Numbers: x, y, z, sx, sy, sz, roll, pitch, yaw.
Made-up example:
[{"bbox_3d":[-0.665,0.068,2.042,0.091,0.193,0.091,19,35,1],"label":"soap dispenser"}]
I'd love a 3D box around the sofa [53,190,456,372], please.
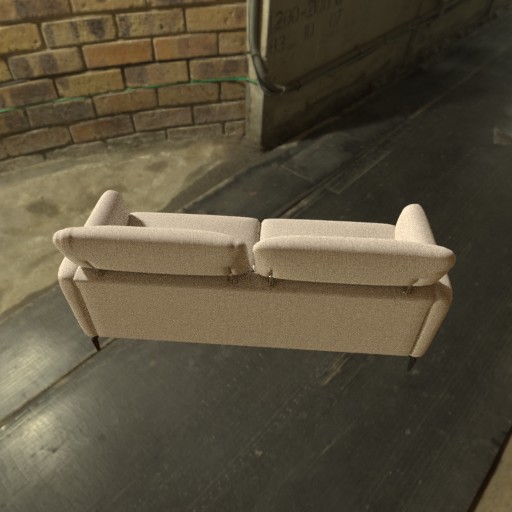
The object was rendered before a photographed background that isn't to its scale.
[{"bbox_3d":[0.000,0.000,2.540,2.015,0.956,0.856,3,46,3],"label":"sofa"}]
